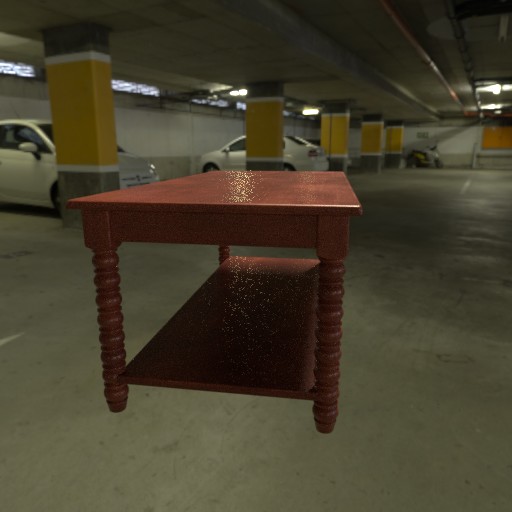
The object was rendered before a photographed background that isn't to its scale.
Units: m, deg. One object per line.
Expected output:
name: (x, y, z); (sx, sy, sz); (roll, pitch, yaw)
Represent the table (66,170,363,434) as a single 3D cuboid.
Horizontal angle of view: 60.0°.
table: (0.000, 0.000, 1.440); (0.580, 0.485, 1.171); (2, 14, 9)
